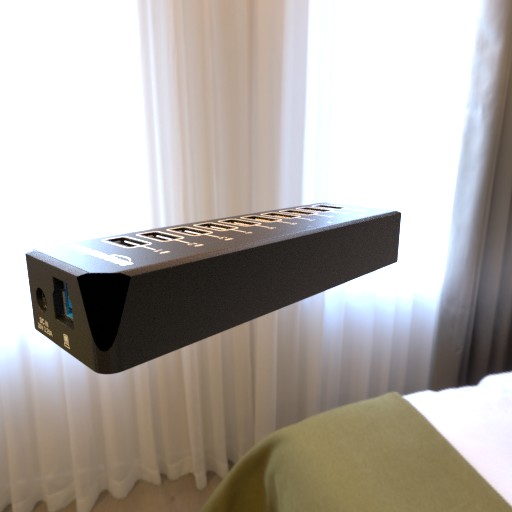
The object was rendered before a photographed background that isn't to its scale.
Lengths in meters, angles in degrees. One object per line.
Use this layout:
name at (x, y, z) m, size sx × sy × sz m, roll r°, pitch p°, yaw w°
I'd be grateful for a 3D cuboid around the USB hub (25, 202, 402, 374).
USB hub at (0.000, 0.000, 0.162) m, size 0.044 × 0.023 × 0.145 m, roll 13°, pitch 19°, yaw 42°
